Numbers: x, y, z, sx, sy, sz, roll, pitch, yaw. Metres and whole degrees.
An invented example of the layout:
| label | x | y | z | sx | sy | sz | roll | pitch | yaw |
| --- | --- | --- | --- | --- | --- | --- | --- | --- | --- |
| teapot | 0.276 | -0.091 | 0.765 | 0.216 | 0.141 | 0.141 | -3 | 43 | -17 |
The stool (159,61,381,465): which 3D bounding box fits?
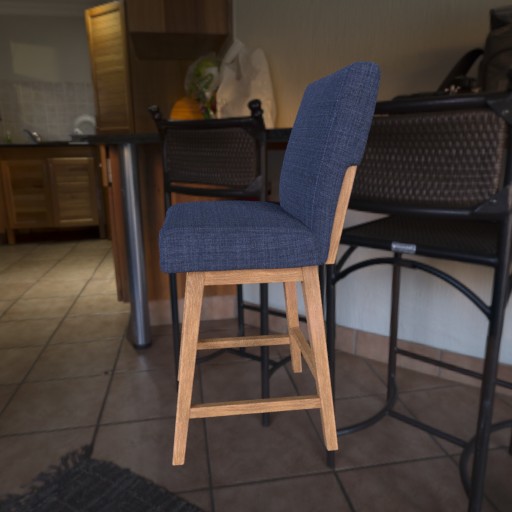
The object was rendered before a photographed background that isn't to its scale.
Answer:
| label | x | y | z | sx | sy | sz | roll | pitch | yaw |
| --- | --- | --- | --- | --- | --- | --- | --- | --- | --- |
| stool | 0.000 | 0.000 | 1.296 | 0.526 | 1.010 | 0.459 | -2 | 15 | -8 |
